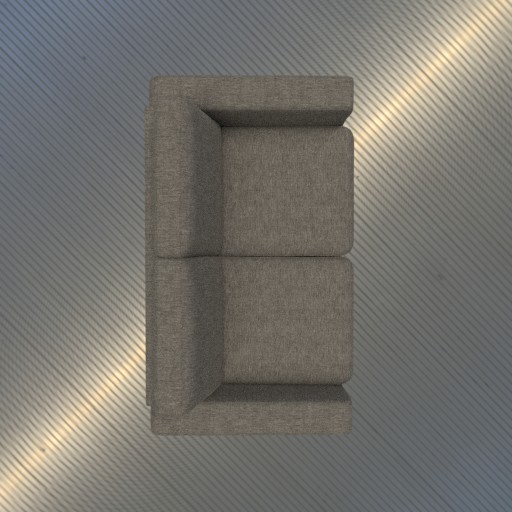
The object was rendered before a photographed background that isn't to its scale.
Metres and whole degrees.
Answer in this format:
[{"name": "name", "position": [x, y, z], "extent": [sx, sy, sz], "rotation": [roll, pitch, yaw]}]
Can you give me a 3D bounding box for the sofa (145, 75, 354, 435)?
[{"name": "sofa", "position": [0.000, 0.000, 2.003], "extent": [0.900, 0.800, 1.520], "rotation": [0, 91, 0]}]
